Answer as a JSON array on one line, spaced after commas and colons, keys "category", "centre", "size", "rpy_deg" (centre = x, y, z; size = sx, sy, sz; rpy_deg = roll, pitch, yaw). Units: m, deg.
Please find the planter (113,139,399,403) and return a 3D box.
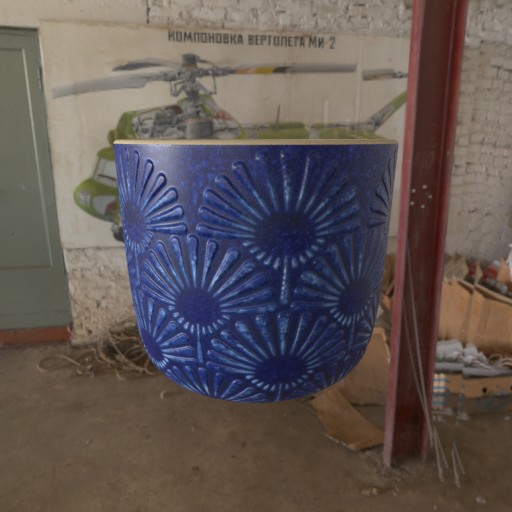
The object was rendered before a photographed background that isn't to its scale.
[{"category": "planter", "centre": [0.000, 0.000, 0.215], "size": [0.124, 0.109, 0.124], "rpy_deg": [0, 15, 0]}]
